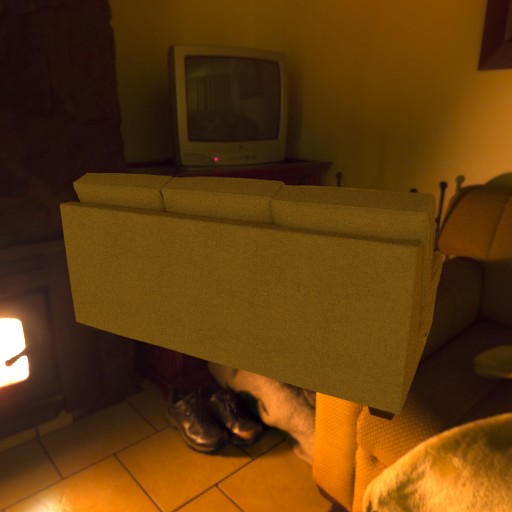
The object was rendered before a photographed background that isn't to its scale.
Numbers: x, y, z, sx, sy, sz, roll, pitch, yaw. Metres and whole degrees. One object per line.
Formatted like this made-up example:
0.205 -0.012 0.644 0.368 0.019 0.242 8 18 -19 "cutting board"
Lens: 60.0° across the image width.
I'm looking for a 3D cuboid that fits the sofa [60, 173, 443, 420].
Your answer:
0.000 0.000 2.749 2.092 1.036 1.127 9 19 27 "sofa"
